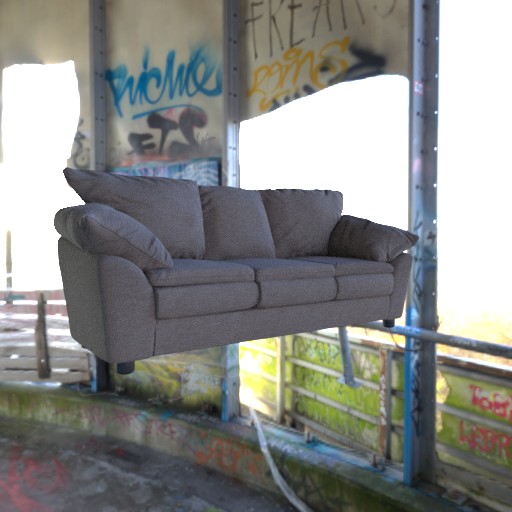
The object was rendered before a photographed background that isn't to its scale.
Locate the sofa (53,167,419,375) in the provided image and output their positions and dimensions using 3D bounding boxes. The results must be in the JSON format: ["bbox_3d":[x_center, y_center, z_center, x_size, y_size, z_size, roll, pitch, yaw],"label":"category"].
[{"bbox_3d":[0.000,0.000,2.881,2.390,1.043,0.927,-1,2,-36],"label":"sofa"}]
